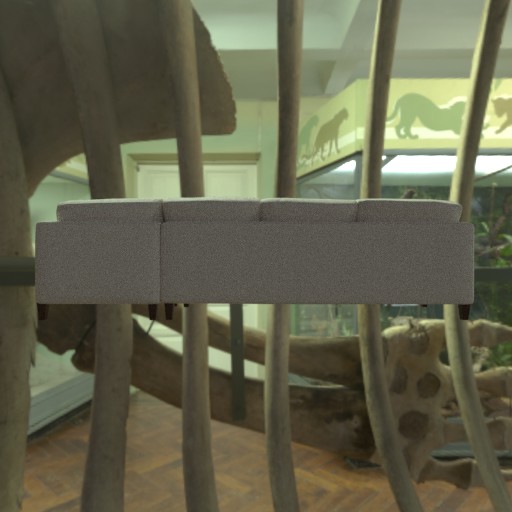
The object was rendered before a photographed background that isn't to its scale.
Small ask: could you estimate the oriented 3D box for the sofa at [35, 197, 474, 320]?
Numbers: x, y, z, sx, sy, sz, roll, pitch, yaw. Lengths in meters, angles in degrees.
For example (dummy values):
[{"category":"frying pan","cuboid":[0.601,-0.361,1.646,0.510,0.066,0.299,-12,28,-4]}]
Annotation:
[{"category":"sofa","cuboid":[0.000,0.000,4.534,3.302,0.947,2.593,0,0,0]}]
